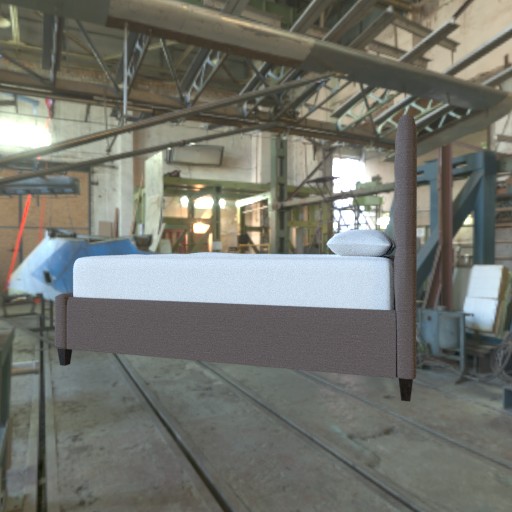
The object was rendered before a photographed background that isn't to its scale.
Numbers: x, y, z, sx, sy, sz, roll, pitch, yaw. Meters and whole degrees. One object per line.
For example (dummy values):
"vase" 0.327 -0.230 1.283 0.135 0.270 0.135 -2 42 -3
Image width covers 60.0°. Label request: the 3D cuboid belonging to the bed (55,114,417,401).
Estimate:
"bed" 0.000 0.000 3.322 2.233 1.426 1.696 0 1 19
